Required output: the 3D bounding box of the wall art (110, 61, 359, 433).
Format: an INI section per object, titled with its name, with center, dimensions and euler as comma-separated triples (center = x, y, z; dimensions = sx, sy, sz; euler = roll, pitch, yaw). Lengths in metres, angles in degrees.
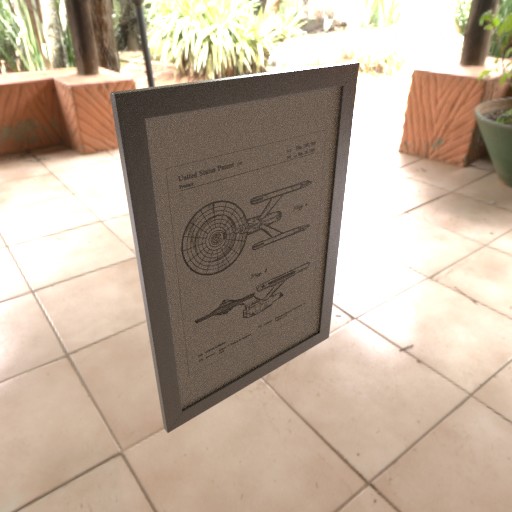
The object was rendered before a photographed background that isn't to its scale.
[wall art]
center = 0.000, 0.000, 0.691
dimensions = 0.376, 0.529, 0.013
euler = -22, 37, -32
